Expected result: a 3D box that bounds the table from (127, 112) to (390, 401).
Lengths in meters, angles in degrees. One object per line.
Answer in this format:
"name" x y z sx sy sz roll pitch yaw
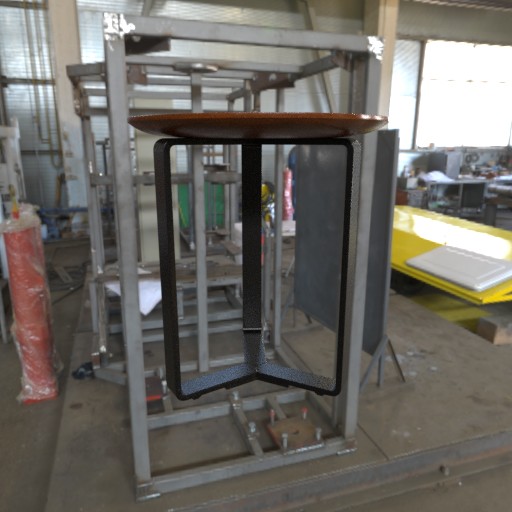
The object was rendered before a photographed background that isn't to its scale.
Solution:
"table" 0.000 0.000 0.764 0.410 0.450 0.380 7 16 26
